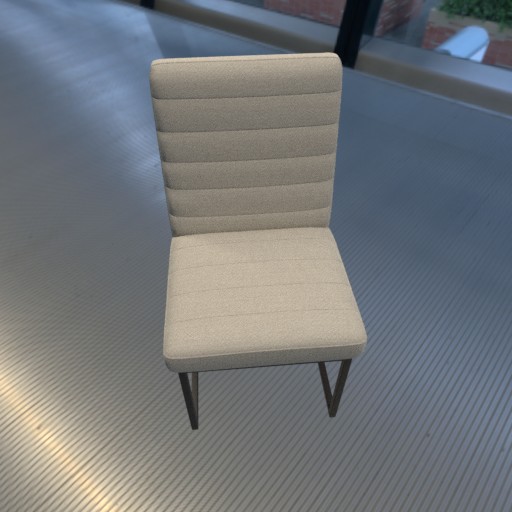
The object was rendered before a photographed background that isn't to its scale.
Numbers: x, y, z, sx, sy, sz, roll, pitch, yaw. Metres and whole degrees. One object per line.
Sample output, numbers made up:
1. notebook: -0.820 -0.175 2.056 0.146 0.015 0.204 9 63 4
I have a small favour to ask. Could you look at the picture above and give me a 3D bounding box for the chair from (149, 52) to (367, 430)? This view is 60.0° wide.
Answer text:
1. chair: 0.000 0.000 1.298 0.520 0.930 0.634 -4 46 -4
